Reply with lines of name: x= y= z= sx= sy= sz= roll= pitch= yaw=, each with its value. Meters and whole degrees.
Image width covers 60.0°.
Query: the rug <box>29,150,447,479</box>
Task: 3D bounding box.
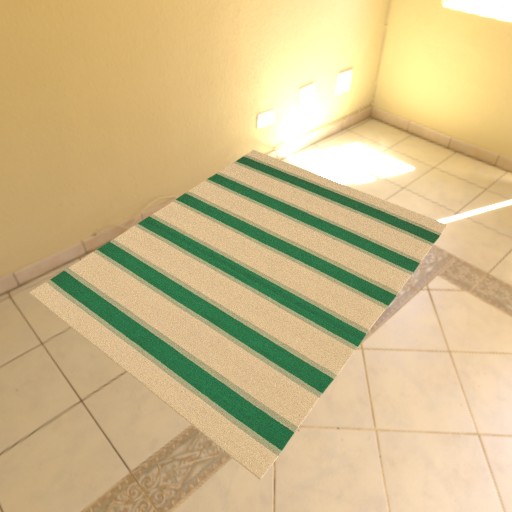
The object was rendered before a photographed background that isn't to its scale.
rug: x=0.000 y=0.000 z=4.025 sx=2.434 sy=0.019 sz=3.041 roll=28 pitch=49 yaw=27
